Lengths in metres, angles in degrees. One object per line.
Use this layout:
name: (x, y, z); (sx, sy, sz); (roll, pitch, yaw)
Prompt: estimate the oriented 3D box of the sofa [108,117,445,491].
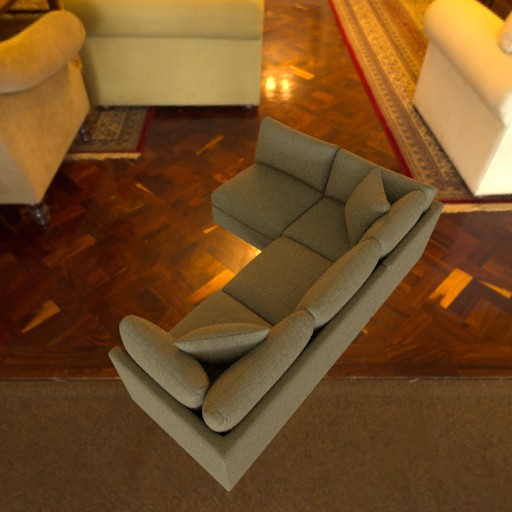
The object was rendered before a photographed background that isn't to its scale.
sofa: (0.000, 0.000, 3.786); (1.994, 0.978, 2.896); (32, 54, 26)
